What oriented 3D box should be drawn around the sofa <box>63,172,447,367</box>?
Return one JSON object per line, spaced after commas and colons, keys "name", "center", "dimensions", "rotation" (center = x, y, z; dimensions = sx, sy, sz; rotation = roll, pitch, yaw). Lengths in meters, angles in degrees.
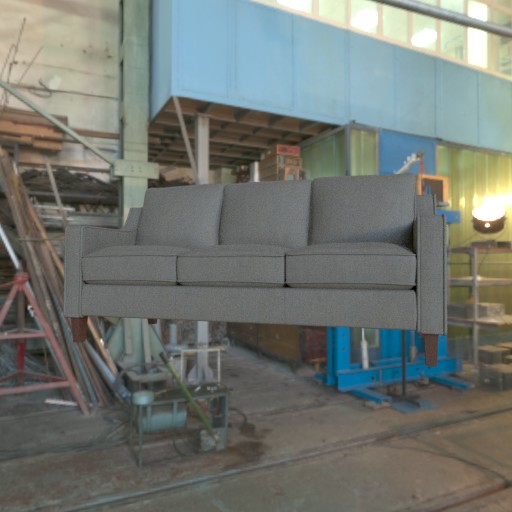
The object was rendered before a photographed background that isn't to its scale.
{"name": "sofa", "center": [0.000, 0.000, 2.592], "dimensions": [1.986, 0.974, 0.911], "rotation": [0, -1, 18]}
